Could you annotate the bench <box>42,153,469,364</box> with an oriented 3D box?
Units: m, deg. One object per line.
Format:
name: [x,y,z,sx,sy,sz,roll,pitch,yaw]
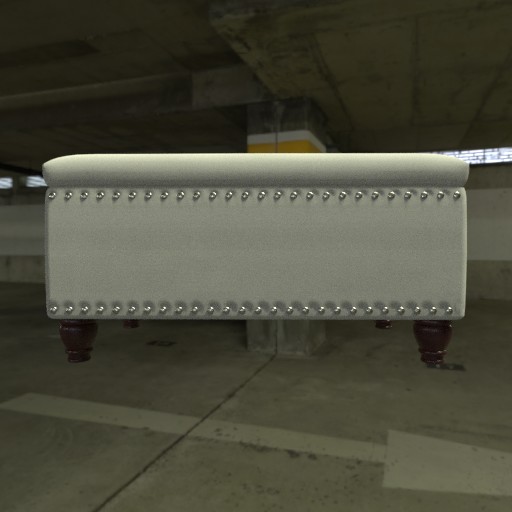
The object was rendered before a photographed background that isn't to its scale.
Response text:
bench: [0.000,0.000,1.161,0.887,0.449,0.500,0,1,1]
